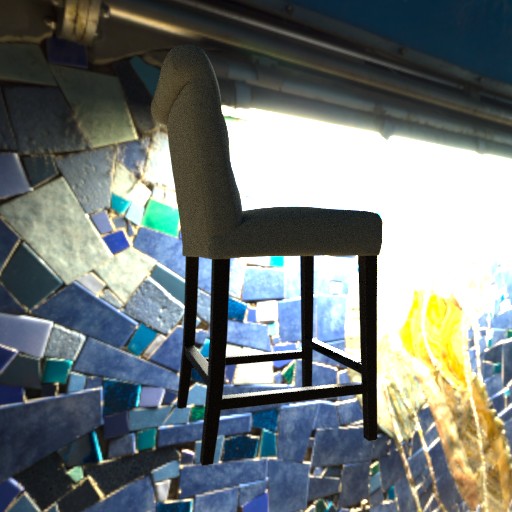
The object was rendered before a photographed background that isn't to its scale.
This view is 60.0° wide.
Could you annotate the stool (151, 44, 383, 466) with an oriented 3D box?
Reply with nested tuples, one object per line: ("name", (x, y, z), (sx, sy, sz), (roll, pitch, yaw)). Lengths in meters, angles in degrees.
("stool", (0.000, 0.000, 1.364), (0.601, 1.040, 0.493), (0, 1, -18))
